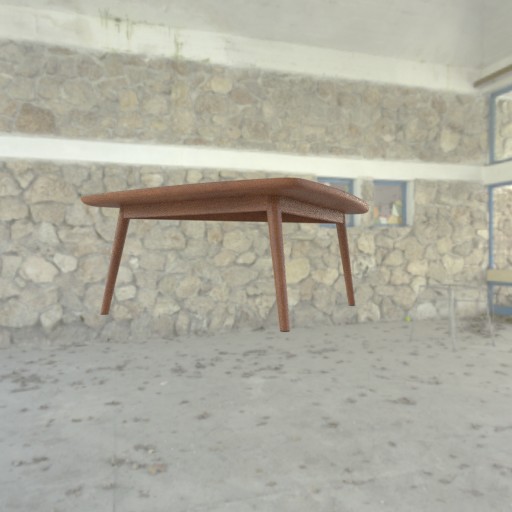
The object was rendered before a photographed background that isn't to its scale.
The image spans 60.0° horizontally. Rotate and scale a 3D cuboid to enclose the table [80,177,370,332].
[{"bbox_3d":[0.000,0.000,1.310,1.008,0.365,0.601,0,0,-17],"label":"table"}]
